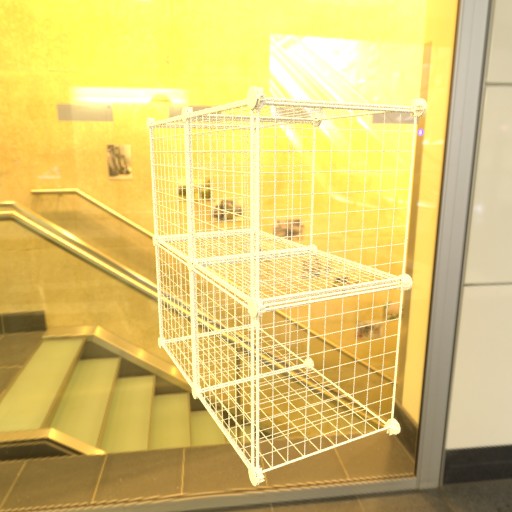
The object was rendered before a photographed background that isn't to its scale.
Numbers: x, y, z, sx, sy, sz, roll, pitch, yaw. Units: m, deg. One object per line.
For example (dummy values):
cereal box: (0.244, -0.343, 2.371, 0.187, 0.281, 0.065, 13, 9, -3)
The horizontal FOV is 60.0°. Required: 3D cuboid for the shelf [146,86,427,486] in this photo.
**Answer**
shelf: (0.000, 0.000, 1.133, 0.356, 0.711, 0.711, -6, 14, -26)
